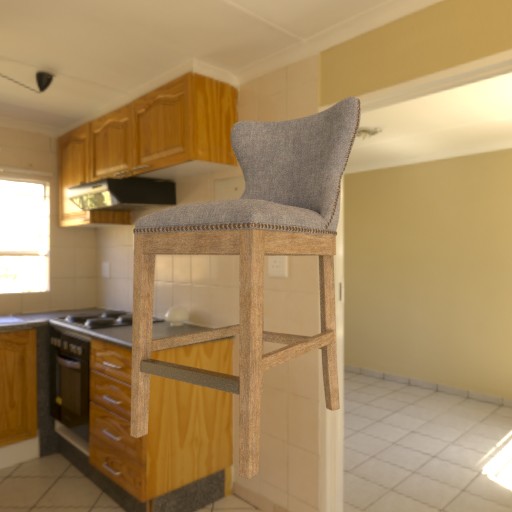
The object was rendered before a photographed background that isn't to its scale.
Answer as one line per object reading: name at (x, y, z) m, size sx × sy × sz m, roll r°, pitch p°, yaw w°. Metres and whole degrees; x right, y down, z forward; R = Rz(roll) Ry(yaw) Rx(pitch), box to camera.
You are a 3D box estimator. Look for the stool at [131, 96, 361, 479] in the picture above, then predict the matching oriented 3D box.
stool at (0.000, 0.000, 1.329) m, size 0.498 × 0.981 × 0.608 m, roll 0°, pitch 0°, yaw 36°
